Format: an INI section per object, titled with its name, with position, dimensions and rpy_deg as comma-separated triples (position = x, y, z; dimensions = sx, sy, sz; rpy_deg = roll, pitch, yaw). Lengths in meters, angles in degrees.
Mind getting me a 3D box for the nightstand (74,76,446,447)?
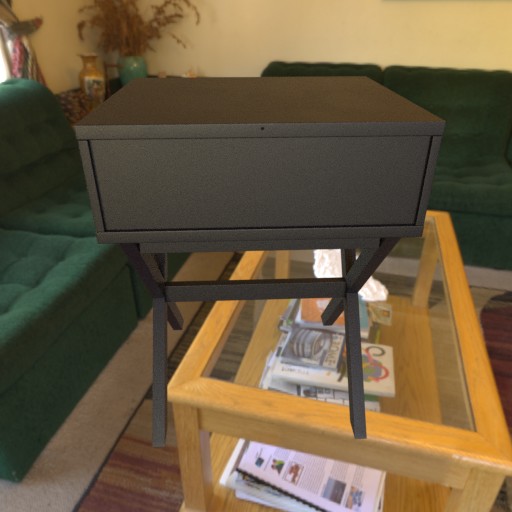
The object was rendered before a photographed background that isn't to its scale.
[nightstand]
position = 0.000, 0.000, 0.897
dimensions = 0.479, 0.623, 0.402
rpy_deg = -1, 30, -2
